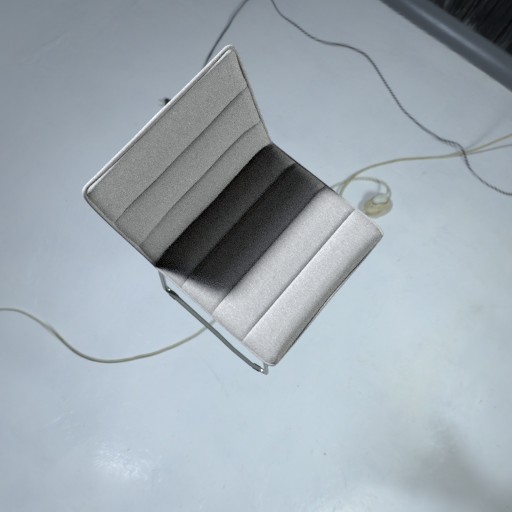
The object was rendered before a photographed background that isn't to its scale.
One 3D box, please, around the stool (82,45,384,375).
[{"bbox_3d":[0.000,0.000,1.201,0.490,0.960,0.490,40,80,8],"label":"stool"}]
